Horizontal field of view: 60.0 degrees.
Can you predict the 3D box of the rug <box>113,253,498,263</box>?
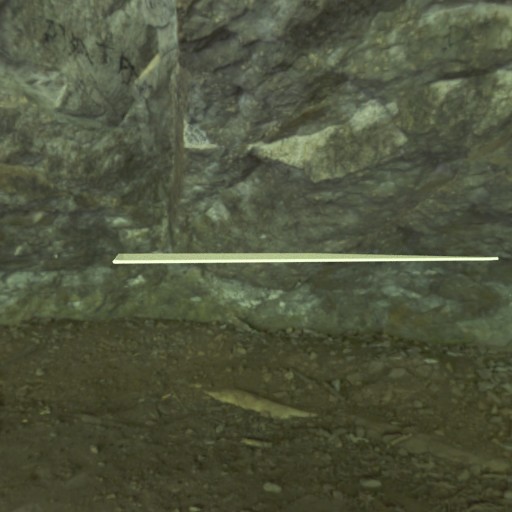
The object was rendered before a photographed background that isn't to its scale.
[{"bbox_3d":[0.000,0.000,4.009,2.407,0.020,3.051,0,1,-17],"label":"rug"}]
